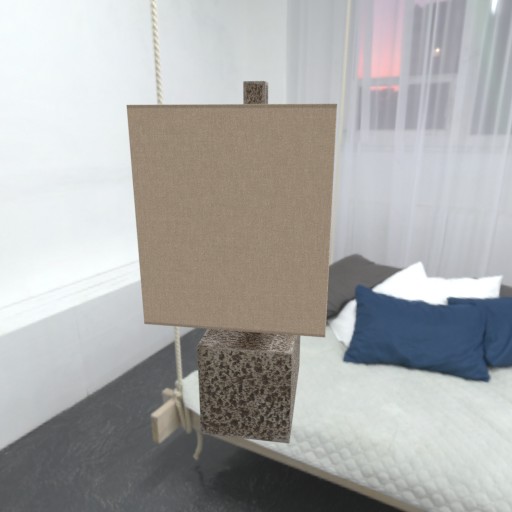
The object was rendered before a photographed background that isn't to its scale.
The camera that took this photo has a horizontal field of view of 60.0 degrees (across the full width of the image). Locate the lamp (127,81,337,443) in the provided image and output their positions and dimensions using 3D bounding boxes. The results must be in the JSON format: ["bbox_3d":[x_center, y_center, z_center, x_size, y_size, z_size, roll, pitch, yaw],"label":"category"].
[{"bbox_3d":[0.000,0.000,0.561,0.180,0.411,0.294,3,17,9],"label":"lamp"}]
